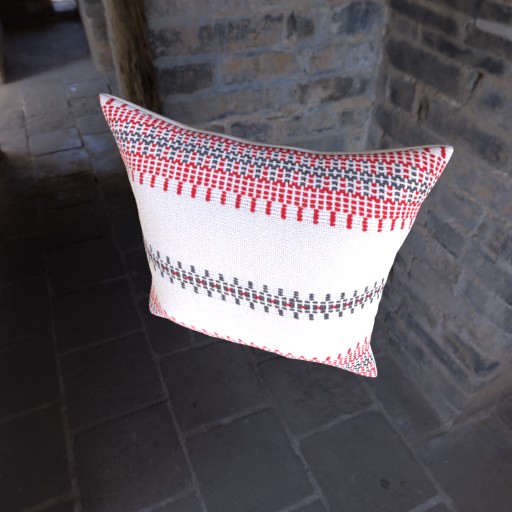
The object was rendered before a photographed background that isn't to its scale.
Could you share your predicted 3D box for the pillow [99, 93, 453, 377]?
[{"bbox_3d":[0.000,0.000,0.698,0.463,0.454,0.160,13,44,14],"label":"pillow"}]
